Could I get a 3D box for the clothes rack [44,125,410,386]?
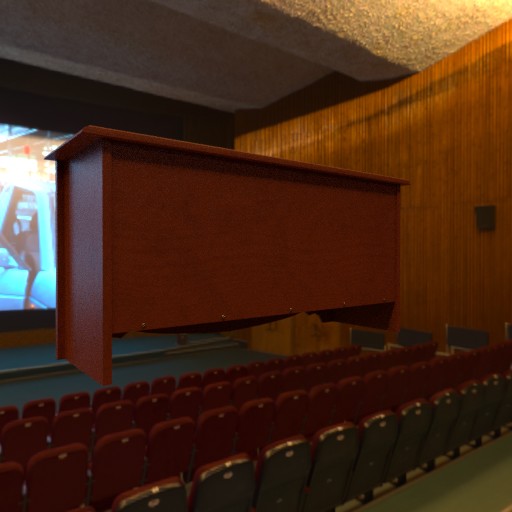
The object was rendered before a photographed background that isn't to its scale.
[{"bbox_3d":[0.000,0.000,1.507,1.251,0.594,0.362,0,1,-38],"label":"clothes rack"}]
